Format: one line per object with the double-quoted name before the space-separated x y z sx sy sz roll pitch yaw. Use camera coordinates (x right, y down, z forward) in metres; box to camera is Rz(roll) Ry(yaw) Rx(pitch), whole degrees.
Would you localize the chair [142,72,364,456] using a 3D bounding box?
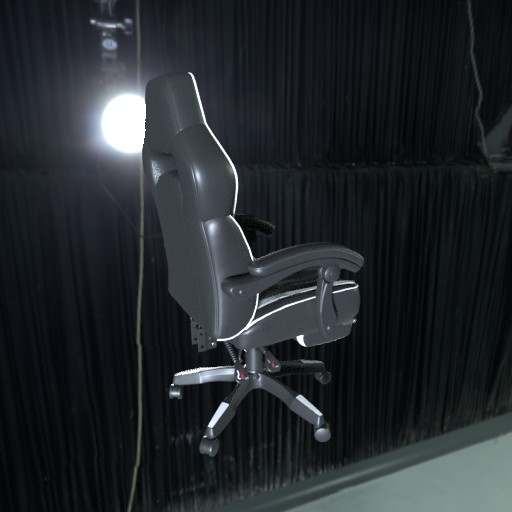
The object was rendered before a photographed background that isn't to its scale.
"chair" 0.000 0.000 1.613 0.700 1.200 0.676 -8 17 -26
